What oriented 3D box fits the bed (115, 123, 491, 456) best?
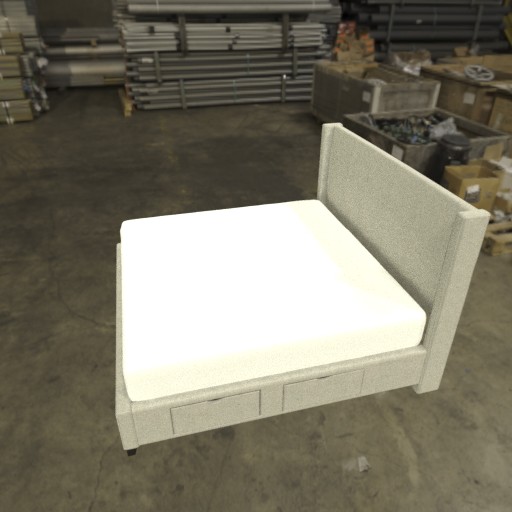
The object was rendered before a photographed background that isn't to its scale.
[{"bbox_3d":[0.000,0.000,3.585,2.280,1.470,2.140,-8,32,-13],"label":"bed"}]
